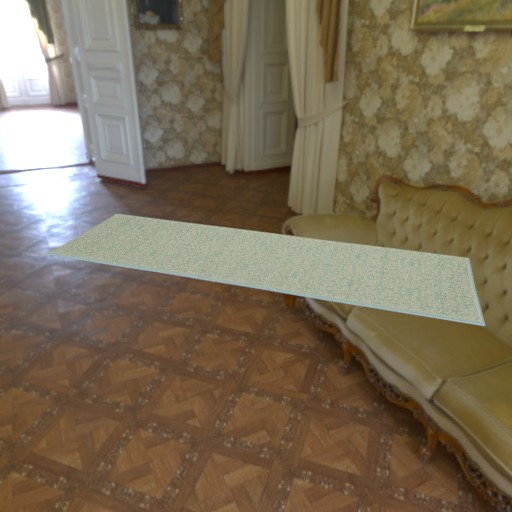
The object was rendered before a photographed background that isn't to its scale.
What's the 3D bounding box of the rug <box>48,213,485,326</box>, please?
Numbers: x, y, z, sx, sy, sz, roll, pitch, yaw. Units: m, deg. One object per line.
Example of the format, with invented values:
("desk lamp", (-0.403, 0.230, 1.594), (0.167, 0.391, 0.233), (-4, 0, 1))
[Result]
("rug", (0.000, 0.000, 2.408), (2.196, 0.011, 0.662), (8, 27, 16))
